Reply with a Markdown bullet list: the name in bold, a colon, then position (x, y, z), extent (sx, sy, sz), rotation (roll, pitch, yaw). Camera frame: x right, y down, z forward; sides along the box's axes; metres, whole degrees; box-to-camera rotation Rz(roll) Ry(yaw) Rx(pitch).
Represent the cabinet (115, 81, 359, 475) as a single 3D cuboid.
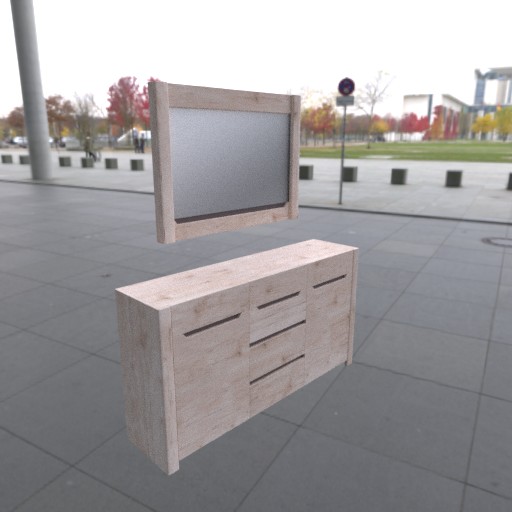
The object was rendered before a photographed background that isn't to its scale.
- **cabinet**: position (0.000, 0.000, 2.772), extent (1.700, 1.981, 0.420), rotation (-14, 21, -43)
